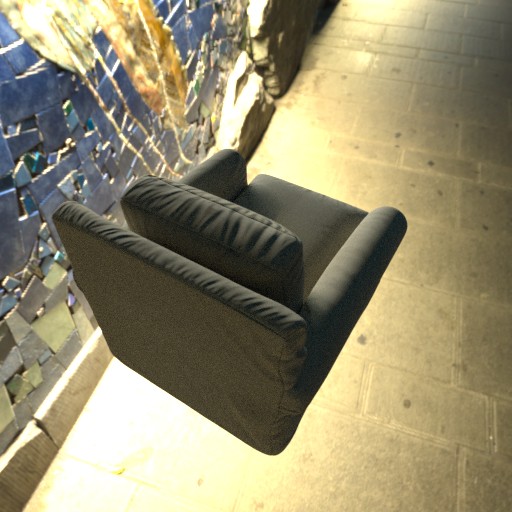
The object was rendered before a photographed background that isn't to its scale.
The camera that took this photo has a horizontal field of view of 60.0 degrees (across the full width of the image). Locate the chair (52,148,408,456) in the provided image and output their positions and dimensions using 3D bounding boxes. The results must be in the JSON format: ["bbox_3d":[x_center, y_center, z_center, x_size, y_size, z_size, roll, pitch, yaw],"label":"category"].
[{"bbox_3d":[0.000,0.000,1.739,0.940,0.866,1.066,25,51,22],"label":"chair"}]
